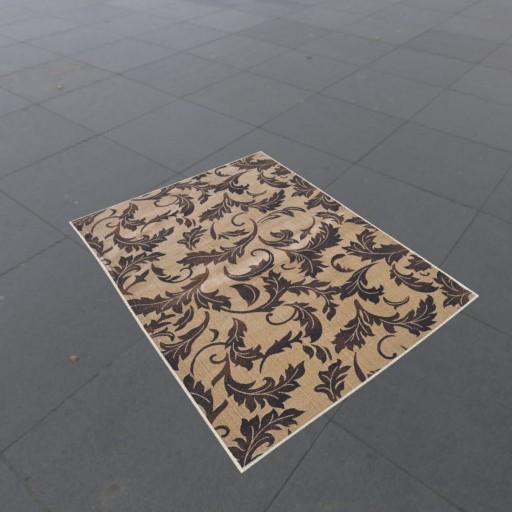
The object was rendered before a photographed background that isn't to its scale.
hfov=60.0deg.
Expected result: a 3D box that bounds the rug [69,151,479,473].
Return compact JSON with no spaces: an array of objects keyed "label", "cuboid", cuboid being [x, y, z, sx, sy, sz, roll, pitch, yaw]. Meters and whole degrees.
[{"label":"rug","cuboid":[0.000,0.000,3.983,2.380,0.008,2.977,-26,48,-26]}]
